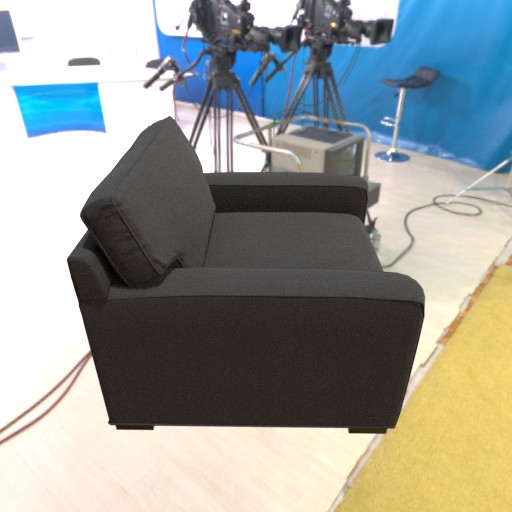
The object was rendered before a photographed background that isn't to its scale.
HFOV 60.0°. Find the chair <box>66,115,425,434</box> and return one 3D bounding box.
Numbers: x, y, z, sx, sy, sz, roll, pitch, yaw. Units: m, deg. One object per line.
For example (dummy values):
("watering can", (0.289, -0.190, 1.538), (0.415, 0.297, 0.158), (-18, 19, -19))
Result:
("chair", (0.000, 0.000, 1.782), (1.043, 0.913, 0.997), (0, 32, 1))
